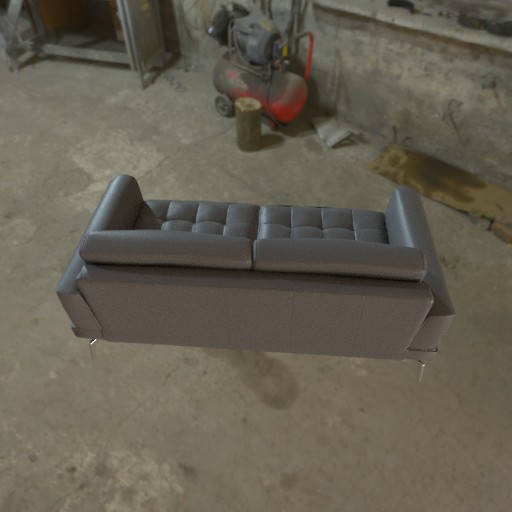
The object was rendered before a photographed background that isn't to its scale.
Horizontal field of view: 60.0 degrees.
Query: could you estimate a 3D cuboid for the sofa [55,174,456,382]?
[{"bbox_3d":[0.000,0.000,2.797,2.177,0.930,1.121,3,46,3],"label":"sofa"}]
